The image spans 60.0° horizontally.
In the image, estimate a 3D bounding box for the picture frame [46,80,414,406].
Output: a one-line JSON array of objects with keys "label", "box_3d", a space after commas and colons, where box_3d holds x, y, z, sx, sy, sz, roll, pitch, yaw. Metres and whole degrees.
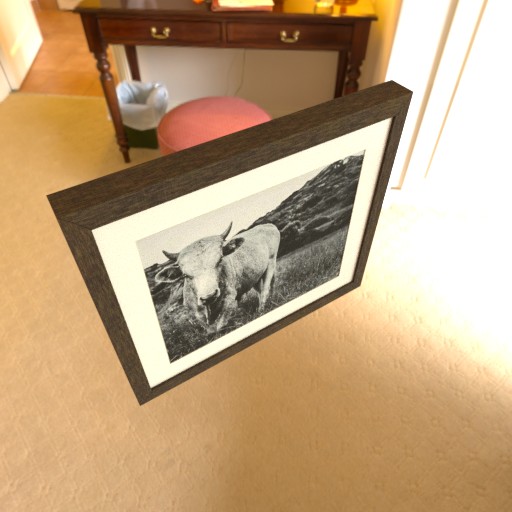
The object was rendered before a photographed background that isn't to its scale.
[{"label": "picture frame", "box_3d": [0.000, 0.000, 0.537, 0.378, 0.330, 0.033, -25, 52, -21]}]
